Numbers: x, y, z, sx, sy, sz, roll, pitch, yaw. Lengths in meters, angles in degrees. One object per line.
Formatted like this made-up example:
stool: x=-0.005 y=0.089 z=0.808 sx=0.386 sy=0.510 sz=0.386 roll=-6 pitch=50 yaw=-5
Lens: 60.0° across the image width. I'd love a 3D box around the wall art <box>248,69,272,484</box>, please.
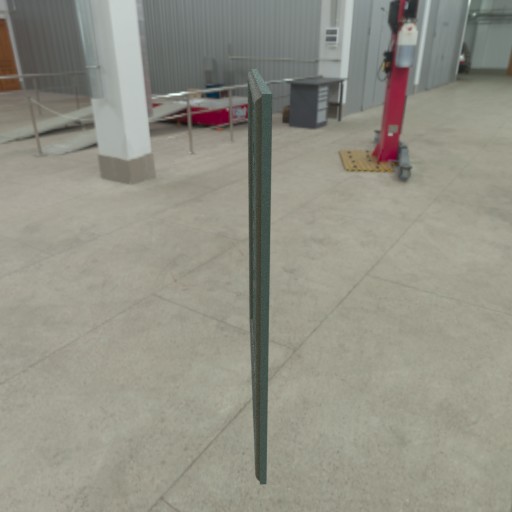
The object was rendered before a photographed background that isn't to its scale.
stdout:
wall art: x=0.000 y=0.000 z=1.313 sx=0.030 sy=0.983 sz=0.767 roll=-1 pitch=26 yaw=-2
